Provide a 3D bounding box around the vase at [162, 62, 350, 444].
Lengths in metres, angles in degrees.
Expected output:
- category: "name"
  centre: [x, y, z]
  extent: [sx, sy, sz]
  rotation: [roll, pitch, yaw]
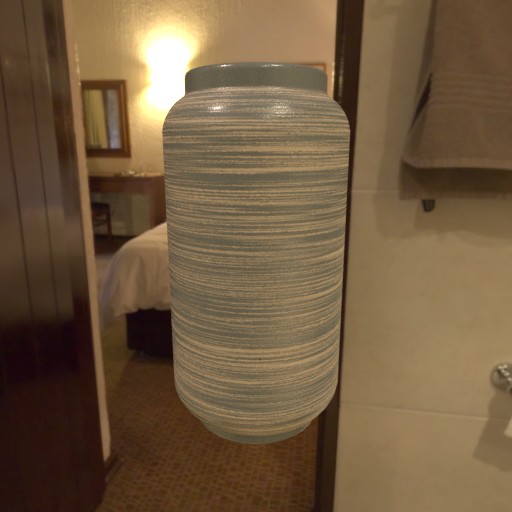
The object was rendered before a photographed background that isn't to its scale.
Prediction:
- category: "vase"
  centre: [0.000, 0.000, 0.299]
  extent: [0.116, 0.230, 0.116]
  rotation: [0, 14, 0]
